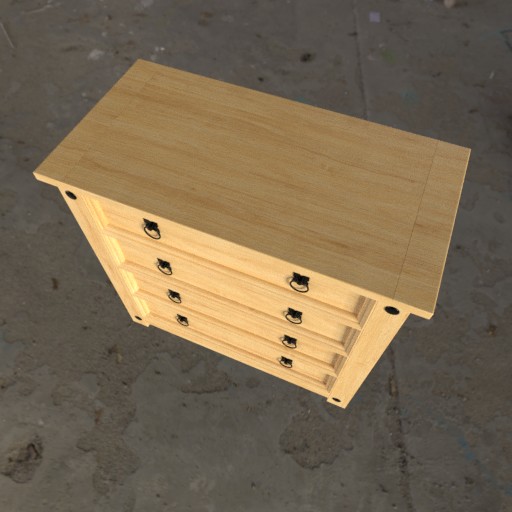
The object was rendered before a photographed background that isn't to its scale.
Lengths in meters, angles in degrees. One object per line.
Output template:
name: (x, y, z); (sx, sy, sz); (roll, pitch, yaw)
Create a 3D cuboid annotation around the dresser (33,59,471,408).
dresser: (0.000, 0.000, 1.214); (0.800, 0.730, 0.410); (20, 60, 12)
